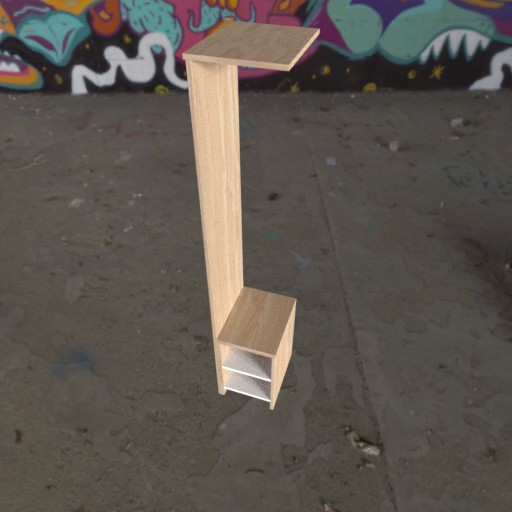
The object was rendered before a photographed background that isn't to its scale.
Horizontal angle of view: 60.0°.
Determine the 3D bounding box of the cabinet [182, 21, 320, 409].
[{"bbox_3d":[0.000,0.000,2.073,0.338,1.879,0.411,12,42,14],"label":"cabinet"}]
